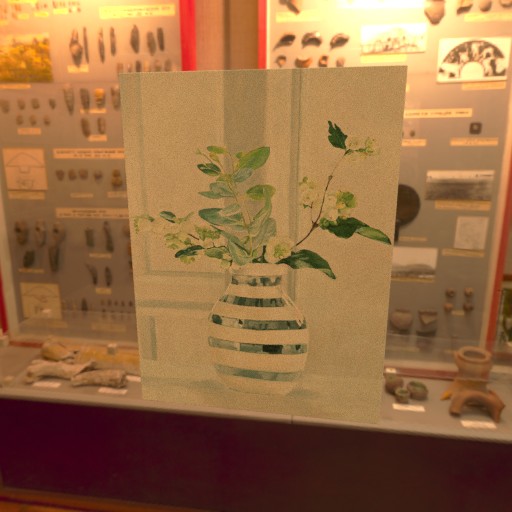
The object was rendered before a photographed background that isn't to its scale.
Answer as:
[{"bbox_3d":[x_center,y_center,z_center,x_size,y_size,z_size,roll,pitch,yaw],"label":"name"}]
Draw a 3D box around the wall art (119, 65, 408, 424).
[{"bbox_3d":[0.000,0.000,1.551,0.914,1.212,0.038,3,15,10],"label":"wall art"}]
